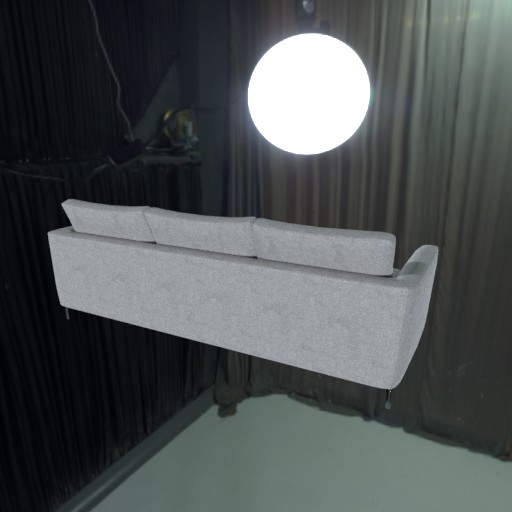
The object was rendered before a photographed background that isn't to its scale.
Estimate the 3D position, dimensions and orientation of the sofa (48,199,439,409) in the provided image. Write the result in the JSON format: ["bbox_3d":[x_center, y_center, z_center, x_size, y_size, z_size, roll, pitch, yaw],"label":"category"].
[{"bbox_3d":[0.000,0.000,3.201,2.438,0.864,1.626,8,18,27],"label":"sofa"}]
